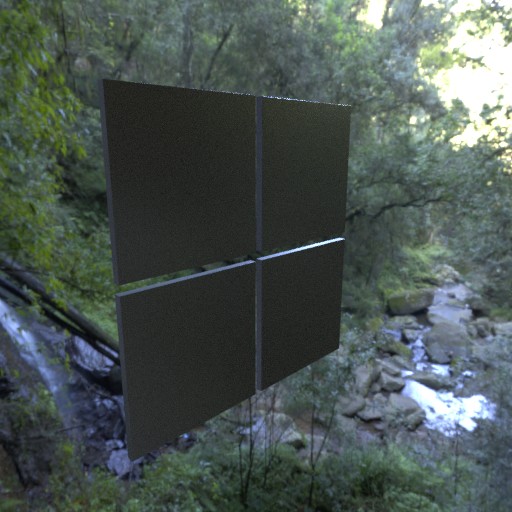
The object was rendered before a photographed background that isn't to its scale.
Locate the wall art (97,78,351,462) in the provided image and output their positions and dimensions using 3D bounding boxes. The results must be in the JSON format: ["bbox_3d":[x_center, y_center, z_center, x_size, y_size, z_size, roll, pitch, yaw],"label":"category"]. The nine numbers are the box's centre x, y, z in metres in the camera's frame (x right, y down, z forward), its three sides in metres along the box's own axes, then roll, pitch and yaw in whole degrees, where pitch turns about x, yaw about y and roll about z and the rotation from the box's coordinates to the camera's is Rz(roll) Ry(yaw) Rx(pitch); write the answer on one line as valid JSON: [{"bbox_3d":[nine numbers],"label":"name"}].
[{"bbox_3d":[0.000,0.000,1.639,0.029,1.118,1.118,14,19,43],"label":"wall art"}]
